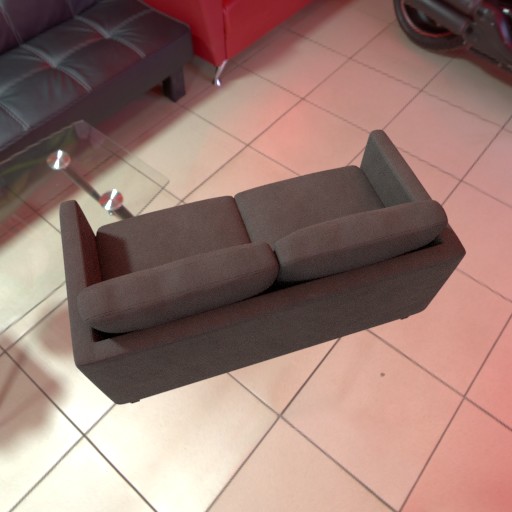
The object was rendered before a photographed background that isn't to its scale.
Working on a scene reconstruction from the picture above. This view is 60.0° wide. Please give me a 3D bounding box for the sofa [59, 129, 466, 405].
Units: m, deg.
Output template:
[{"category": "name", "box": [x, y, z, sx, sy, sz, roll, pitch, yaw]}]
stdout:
[{"category": "sofa", "box": [0.000, 0.000, 2.442, 1.884, 0.963, 0.950, -15, 59, -9]}]
